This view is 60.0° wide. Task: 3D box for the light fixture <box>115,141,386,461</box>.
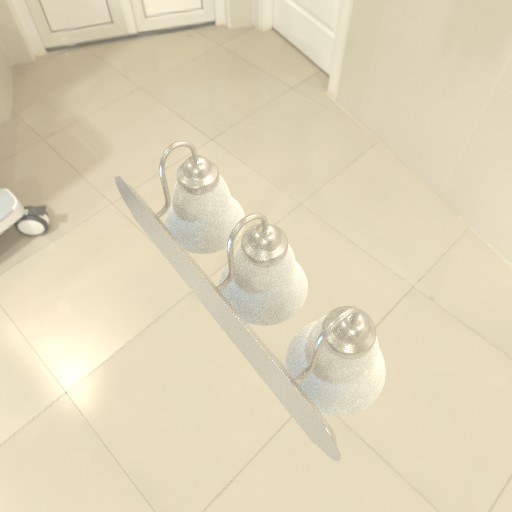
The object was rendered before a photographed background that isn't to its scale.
[{"bbox_3d":[0.000,0.000,0.721,0.199,0.222,0.610,-33,62,-20],"label":"light fixture"}]
